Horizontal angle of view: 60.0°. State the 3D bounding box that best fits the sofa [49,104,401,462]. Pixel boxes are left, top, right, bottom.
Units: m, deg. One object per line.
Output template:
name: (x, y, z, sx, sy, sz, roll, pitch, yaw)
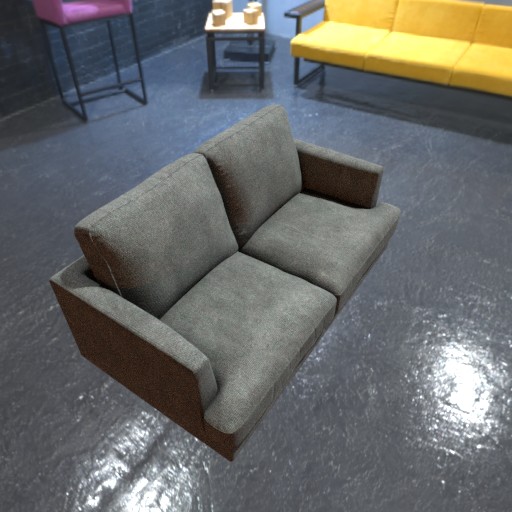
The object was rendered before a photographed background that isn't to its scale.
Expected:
sofa: (0.000, 0.000, 2.142, 0.903, 0.956, 1.582, 25, 47, 25)
